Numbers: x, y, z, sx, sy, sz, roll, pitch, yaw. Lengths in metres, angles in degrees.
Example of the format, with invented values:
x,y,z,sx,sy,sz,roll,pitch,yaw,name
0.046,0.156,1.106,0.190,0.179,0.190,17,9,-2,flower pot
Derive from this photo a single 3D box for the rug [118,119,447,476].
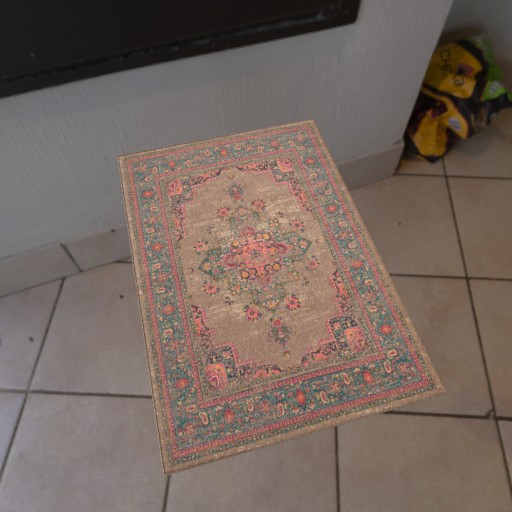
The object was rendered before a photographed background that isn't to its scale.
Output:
x,y,z,sx,sy,sz,roll,pitch,yaw,name
0.000,0.000,3.703,2.005,0.013,2.890,-13,59,-8,rug
